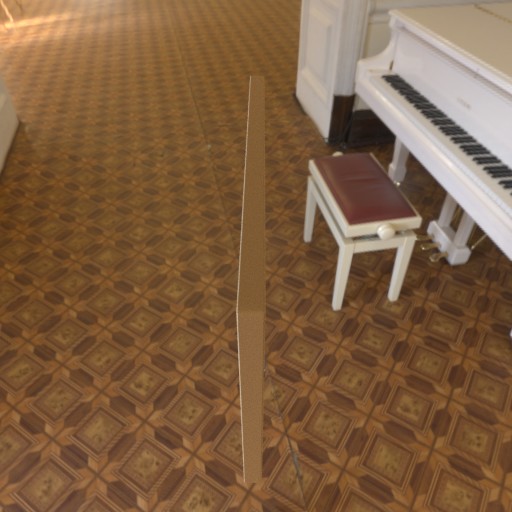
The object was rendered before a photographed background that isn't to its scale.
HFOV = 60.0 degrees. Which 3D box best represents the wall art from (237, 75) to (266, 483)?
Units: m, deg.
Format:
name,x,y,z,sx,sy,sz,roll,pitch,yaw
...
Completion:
name,x,y,z,sx,sy,sz,roll,pitch,yaw
wall art,0.000,0.000,0.486,0.019,0.254,0.380,0,42,1
